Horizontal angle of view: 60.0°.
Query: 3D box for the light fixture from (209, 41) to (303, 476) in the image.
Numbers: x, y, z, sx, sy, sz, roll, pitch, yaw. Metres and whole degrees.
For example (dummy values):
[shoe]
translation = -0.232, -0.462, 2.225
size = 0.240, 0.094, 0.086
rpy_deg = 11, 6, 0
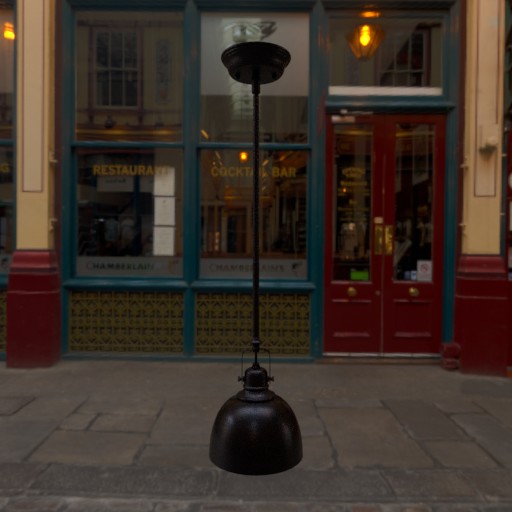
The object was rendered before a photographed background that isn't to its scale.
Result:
[light fixture]
translation = 0.000, 0.000, 0.861
size = 0.182, 0.768, 0.182
rpy_deg = 0, 0, 0
